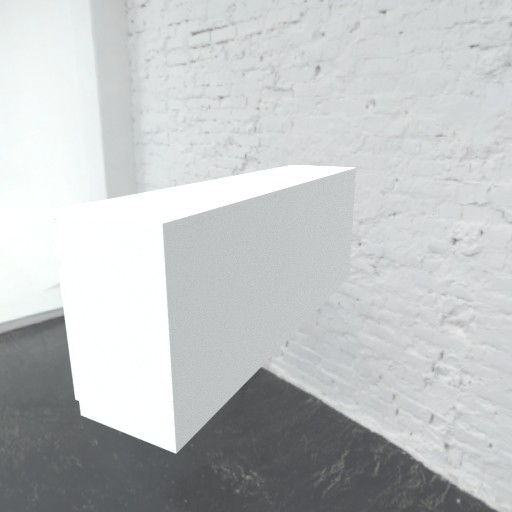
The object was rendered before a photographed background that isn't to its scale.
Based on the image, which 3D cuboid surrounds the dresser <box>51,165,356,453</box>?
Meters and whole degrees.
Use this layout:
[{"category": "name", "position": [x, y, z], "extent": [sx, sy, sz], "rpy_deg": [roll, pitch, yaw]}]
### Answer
[{"category": "dresser", "position": [0.000, 0.000, 2.517], "extent": [0.500, 0.840, 2.200], "rpy_deg": [8, 18, 26]}]
